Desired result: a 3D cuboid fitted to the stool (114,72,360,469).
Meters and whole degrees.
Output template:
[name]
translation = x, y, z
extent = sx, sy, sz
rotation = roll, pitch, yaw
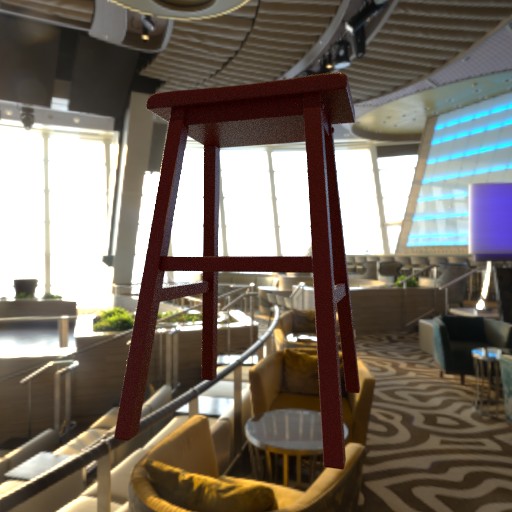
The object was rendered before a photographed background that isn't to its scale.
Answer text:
[stool]
translation = 0.000, 0.000, 1.057
extent = 0.457, 0.737, 0.476
rotation = 0, 0, 16
